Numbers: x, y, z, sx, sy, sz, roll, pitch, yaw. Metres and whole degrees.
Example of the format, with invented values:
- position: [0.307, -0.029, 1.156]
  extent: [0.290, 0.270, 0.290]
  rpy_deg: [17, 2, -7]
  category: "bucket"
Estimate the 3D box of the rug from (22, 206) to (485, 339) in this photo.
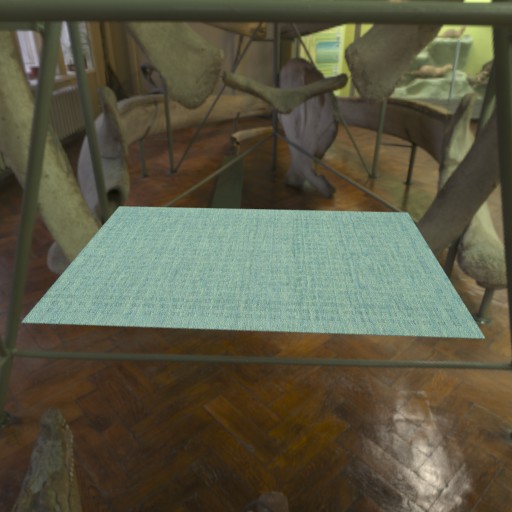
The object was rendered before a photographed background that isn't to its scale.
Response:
- position: [0.000, 0.000, 2.846]
  extent: [2.286, 0.006, 1.522]
  rpy_deg: [2, 29, 3]
  category: "rug"
